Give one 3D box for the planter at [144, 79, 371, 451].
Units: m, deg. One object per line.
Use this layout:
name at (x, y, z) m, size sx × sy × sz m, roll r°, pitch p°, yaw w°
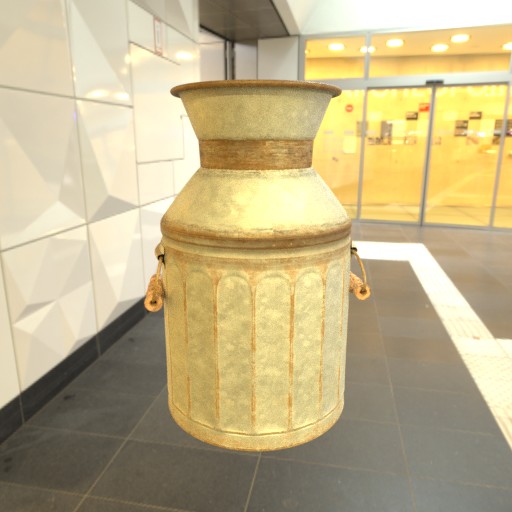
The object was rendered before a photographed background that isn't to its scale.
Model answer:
planter at (0.000, 0.000, 0.508) m, size 0.248 × 0.358 × 0.215 m, roll -2°, pitch 15°, yaw -8°
